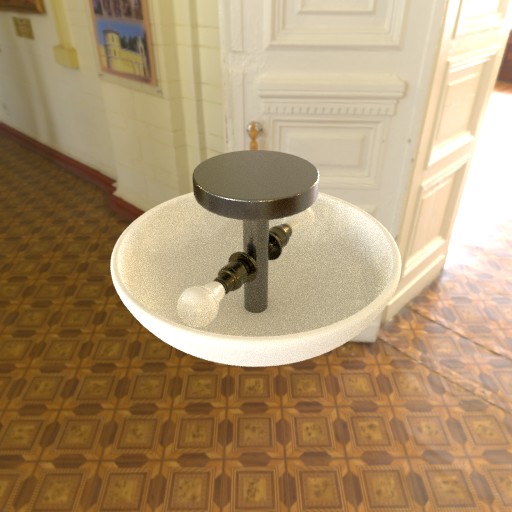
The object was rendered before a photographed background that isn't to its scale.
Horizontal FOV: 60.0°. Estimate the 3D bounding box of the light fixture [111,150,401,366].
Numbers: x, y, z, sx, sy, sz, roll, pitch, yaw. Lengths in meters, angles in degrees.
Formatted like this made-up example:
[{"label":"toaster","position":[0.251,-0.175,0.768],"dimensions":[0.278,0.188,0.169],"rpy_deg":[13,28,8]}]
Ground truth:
[{"label":"light fixture","position":[0.000,0.000,0.530],"dimensions":[0.330,0.214,0.330],"rpy_deg":[0,34,0]}]
